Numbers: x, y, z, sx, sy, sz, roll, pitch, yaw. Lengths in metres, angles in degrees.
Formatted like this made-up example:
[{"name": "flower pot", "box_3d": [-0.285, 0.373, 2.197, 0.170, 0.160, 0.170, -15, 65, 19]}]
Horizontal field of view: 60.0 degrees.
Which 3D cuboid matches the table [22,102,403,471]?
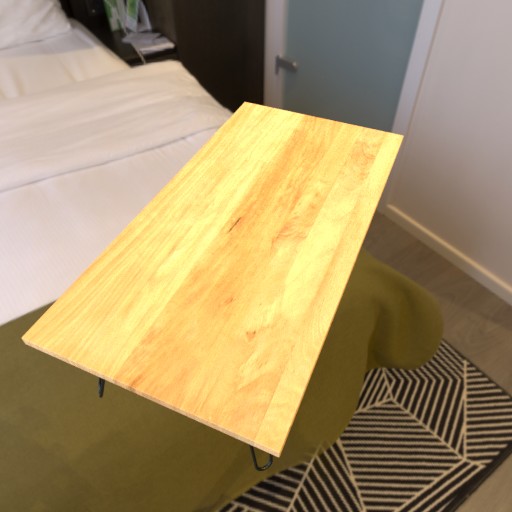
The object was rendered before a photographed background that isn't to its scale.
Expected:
[{"name": "table", "box_3d": [0.000, 0.000, 1.588, 0.699, 0.400, 1.348, 18, 49, 16]}]
